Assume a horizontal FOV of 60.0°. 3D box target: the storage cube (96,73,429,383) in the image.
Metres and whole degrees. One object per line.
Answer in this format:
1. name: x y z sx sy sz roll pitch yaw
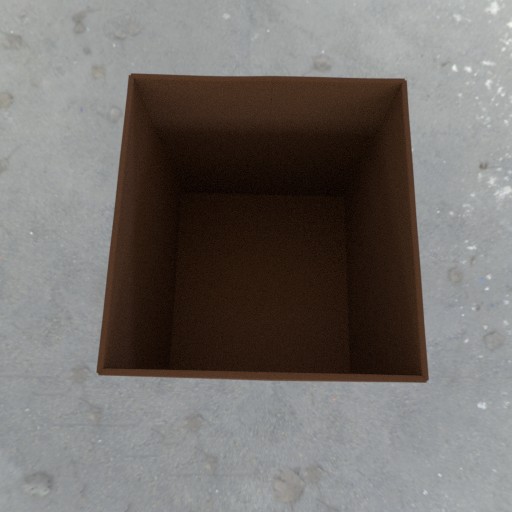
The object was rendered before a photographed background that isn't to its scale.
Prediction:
1. storage cube: 0.000 0.000 0.502 0.270 0.280 0.270 1 75 0
